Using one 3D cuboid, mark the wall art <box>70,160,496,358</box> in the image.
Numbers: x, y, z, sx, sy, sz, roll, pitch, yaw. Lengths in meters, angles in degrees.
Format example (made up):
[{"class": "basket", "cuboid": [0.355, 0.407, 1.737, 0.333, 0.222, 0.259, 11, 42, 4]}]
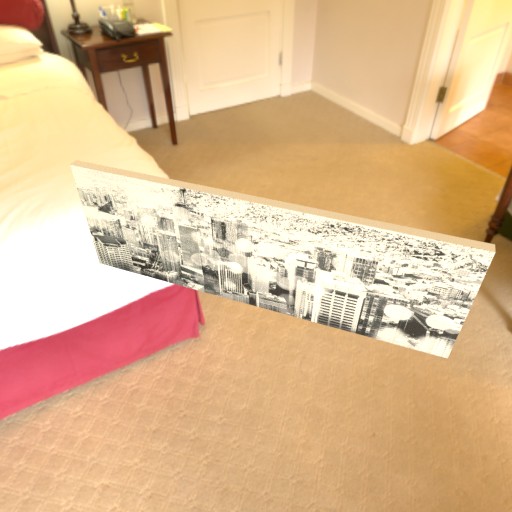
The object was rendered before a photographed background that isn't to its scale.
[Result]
[{"class": "wall art", "cuboid": [0.000, 0.000, 1.686, 1.520, 0.507, 0.044, 14, 42, 16]}]
